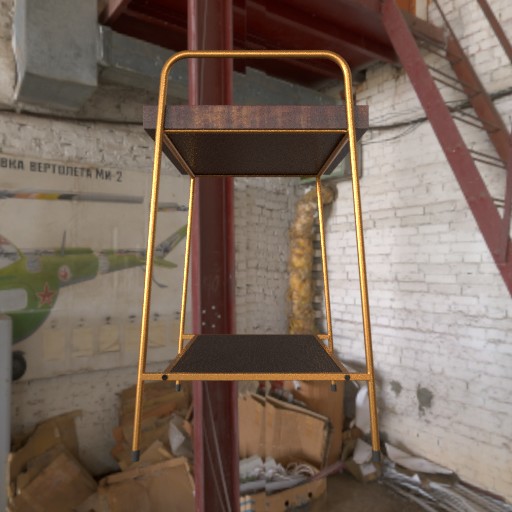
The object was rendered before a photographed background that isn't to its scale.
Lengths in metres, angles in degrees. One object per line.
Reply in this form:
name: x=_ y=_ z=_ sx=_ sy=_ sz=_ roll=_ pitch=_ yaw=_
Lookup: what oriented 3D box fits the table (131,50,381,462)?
table: x=0.000 y=0.000 z=0.976 sx=0.430 sy=0.710 sz=0.430 roll=0 pitch=-1 yaw=0
